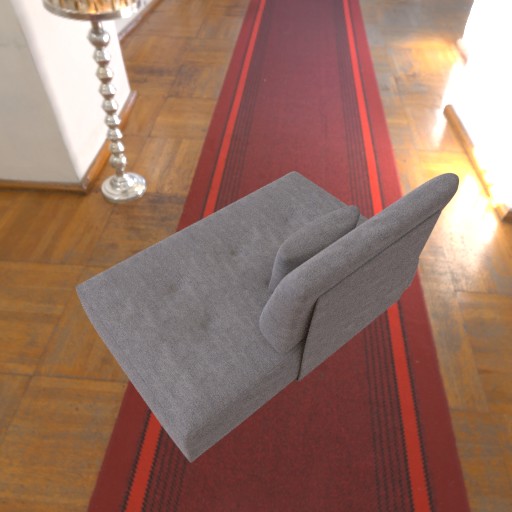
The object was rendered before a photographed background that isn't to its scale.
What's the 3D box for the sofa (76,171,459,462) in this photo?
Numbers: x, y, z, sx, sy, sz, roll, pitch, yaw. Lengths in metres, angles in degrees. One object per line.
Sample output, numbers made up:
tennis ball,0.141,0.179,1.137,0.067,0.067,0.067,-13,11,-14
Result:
sofa,0.000,0.000,2.047,1.450,0.820,1.002,-31,54,-26
